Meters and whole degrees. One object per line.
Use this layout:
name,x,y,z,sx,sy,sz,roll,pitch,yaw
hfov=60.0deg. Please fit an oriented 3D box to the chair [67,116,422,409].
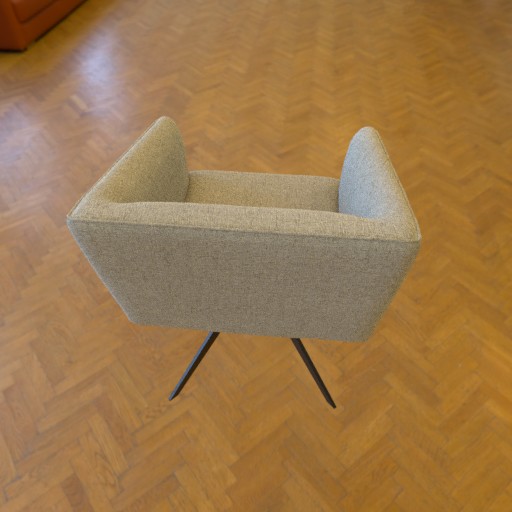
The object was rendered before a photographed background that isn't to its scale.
chair,0.000,0.000,1.224,0.628,0.760,0.623,4,46,4
